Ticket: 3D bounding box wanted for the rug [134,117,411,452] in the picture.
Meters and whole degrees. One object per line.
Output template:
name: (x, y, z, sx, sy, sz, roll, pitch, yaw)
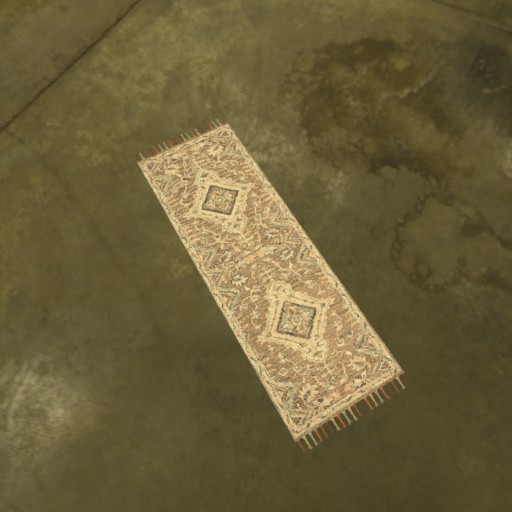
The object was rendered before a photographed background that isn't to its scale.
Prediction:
rug: (0.000, 0.000, 2.856, 1.324, 0.018, 2.378, -13, 66, -6)
